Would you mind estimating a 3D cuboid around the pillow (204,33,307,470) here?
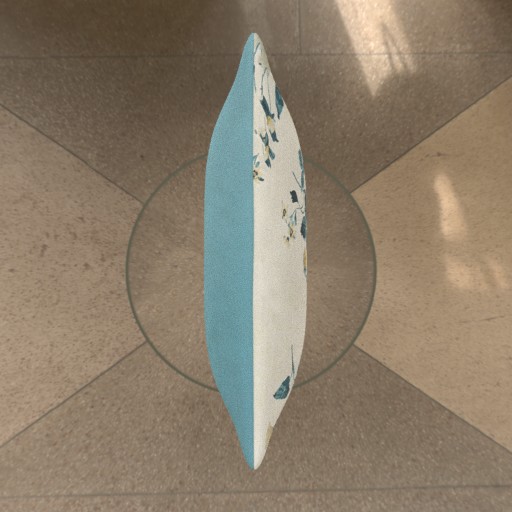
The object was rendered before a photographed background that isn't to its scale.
[{"bbox_3d":[0.000,0.000,0.778,0.166,0.507,0.526,0,88,-1],"label":"pillow"}]
